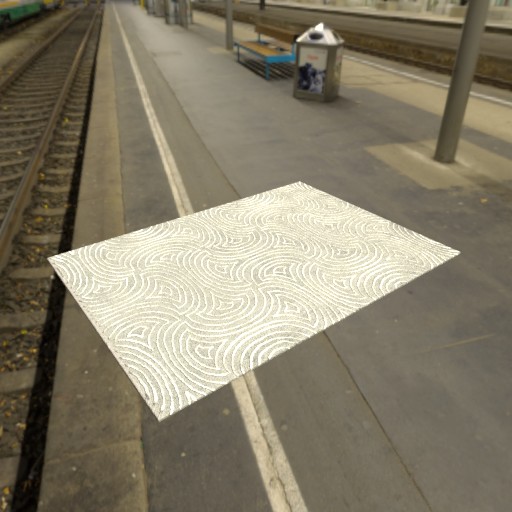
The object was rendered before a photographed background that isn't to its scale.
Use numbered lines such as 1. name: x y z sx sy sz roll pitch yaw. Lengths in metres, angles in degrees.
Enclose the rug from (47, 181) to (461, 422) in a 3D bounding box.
1. rug: 0.000 0.000 2.827 2.144 0.015 1.543 -22 37 -31
